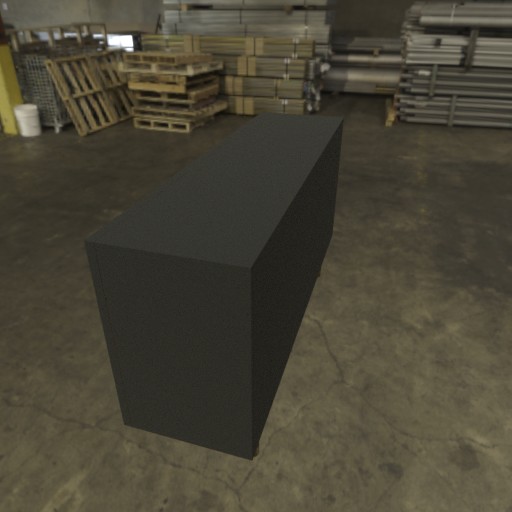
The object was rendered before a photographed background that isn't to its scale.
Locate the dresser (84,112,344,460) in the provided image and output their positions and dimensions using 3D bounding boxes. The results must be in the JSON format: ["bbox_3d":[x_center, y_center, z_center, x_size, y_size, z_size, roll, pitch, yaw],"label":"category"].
[{"bbox_3d":[0.000,0.000,1.915,0.463,0.872,1.558,9,31,15],"label":"dresser"}]
